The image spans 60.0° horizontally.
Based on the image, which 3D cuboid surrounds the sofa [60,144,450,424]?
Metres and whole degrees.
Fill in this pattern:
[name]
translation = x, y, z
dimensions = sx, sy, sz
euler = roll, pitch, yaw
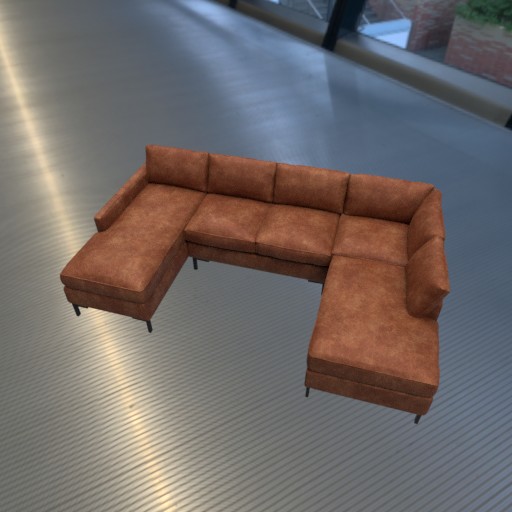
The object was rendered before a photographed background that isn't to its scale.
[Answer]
[sofa]
translation = 0.000, 0.000, 3.809
dimensions = 2.956, 0.900, 1.939
euler = 11, 42, 12
